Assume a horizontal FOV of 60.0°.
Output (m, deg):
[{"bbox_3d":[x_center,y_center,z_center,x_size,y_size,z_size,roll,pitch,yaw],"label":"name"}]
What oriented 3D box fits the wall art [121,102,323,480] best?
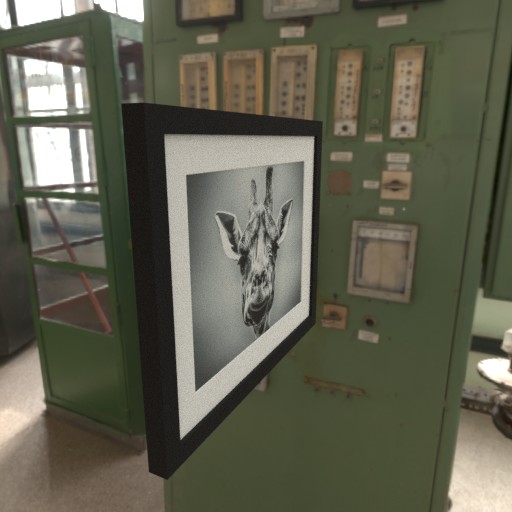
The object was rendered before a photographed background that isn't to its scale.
[{"bbox_3d":[0.000,0.000,0.755,0.031,0.457,0.558,7,17,26],"label":"wall art"}]
